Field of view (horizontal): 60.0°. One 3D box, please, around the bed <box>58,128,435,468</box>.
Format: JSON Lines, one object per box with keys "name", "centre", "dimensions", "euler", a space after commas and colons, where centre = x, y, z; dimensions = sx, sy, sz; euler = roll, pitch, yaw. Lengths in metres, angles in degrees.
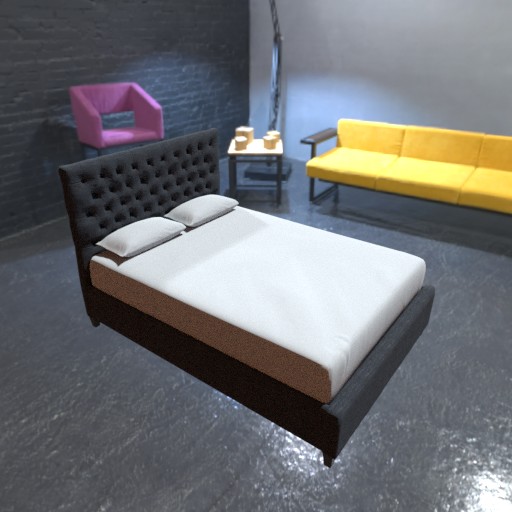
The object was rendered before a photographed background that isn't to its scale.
{"name": "bed", "centre": [0.000, 0.000, 3.482], "dimensions": [2.387, 1.427, 1.698], "euler": [19, 33, 32]}
